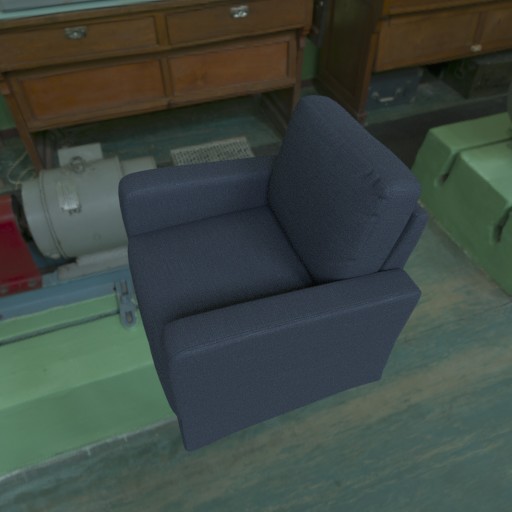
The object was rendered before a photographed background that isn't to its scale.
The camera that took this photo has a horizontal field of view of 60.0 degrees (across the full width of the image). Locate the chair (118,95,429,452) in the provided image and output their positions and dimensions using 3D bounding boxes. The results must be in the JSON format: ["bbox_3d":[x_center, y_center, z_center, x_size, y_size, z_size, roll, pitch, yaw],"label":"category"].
[{"bbox_3d":[0.000,0.000,1.528,0.863,0.855,0.798,-16,49,-14],"label":"chair"}]
